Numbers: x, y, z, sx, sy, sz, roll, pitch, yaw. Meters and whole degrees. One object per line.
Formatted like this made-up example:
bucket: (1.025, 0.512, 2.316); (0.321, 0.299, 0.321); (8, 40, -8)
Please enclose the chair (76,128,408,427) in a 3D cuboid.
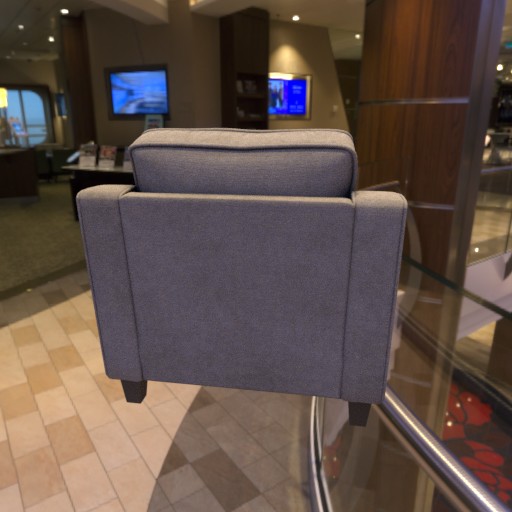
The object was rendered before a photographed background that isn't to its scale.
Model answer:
chair: (0.000, 0.000, 1.684); (0.926, 0.944, 0.840); (3, 18, 9)
